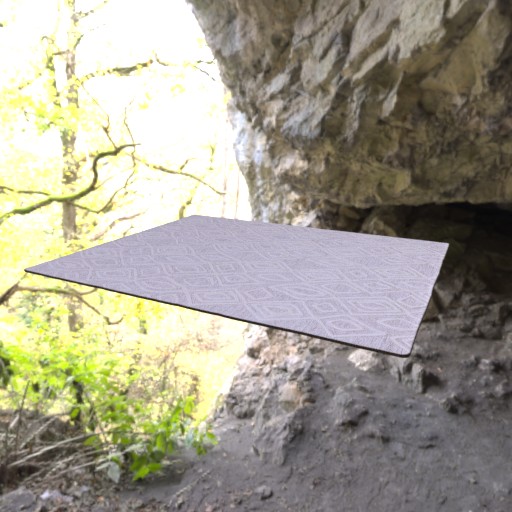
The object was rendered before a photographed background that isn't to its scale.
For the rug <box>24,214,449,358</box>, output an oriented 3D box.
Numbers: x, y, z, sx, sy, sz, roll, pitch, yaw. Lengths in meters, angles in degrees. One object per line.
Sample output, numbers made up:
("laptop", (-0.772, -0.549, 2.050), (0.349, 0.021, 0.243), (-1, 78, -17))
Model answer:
("rug", (0.000, 0.000, 3.996), (3.049, 0.025, 2.449), (9, 19, 26))
